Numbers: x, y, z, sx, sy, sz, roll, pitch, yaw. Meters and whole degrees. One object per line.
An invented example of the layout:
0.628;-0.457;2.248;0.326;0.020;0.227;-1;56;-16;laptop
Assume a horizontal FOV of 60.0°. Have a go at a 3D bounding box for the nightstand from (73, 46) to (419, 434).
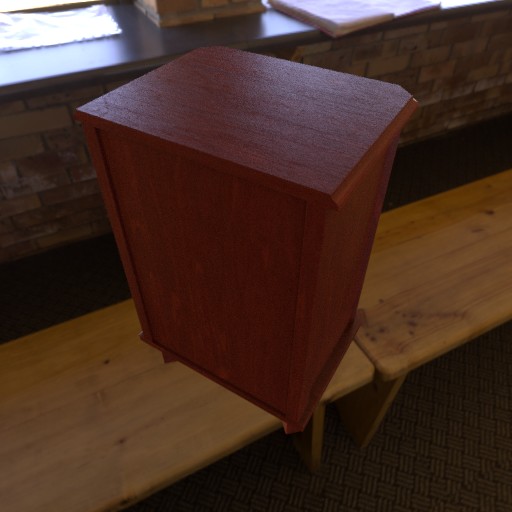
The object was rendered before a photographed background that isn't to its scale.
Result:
0.000;0.000;0.921;0.435;0.681;0.351;23;48;22;nightstand
